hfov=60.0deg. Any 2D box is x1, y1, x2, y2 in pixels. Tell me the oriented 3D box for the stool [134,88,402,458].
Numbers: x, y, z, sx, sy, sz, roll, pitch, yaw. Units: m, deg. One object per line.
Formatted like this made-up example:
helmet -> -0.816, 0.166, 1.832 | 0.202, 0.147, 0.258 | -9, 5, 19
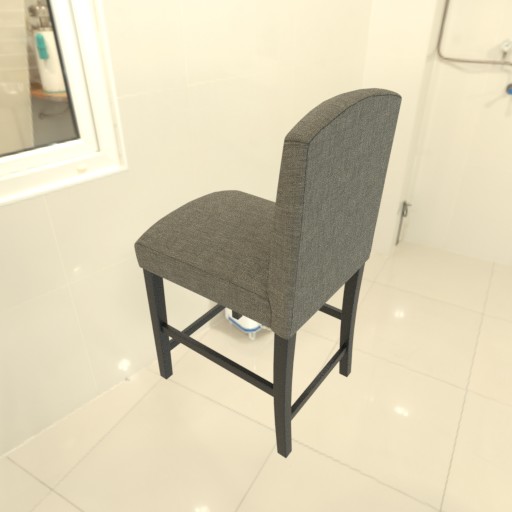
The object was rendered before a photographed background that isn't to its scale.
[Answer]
stool -> 0.000, 0.000, 1.279 | 0.552, 0.966, 0.451 | 22, 38, 30
